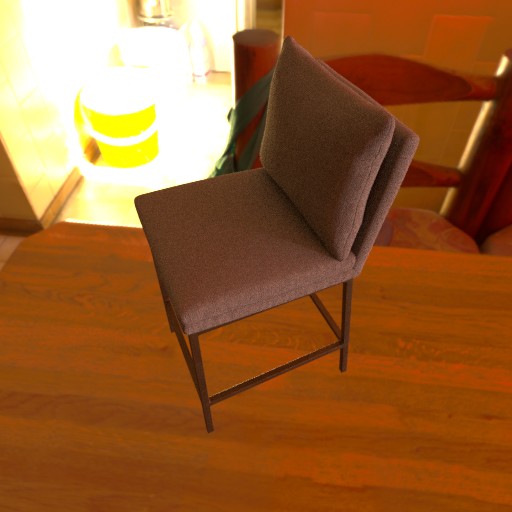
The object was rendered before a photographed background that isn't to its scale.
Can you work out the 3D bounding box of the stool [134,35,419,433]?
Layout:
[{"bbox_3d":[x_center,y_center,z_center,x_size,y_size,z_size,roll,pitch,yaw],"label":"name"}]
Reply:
[{"bbox_3d":[0.000,0.000,1.291,0.569,1.031,0.463,-18,49,-16],"label":"stool"}]
